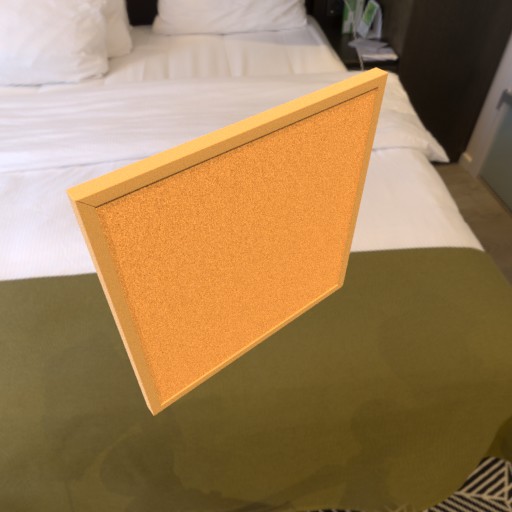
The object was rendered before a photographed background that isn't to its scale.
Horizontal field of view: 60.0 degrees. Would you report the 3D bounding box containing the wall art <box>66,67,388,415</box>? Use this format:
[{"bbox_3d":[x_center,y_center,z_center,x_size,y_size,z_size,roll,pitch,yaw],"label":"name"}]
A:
[{"bbox_3d":[0.000,0.000,1.144,0.761,0.761,0.037,-30,53,-26],"label":"wall art"}]
